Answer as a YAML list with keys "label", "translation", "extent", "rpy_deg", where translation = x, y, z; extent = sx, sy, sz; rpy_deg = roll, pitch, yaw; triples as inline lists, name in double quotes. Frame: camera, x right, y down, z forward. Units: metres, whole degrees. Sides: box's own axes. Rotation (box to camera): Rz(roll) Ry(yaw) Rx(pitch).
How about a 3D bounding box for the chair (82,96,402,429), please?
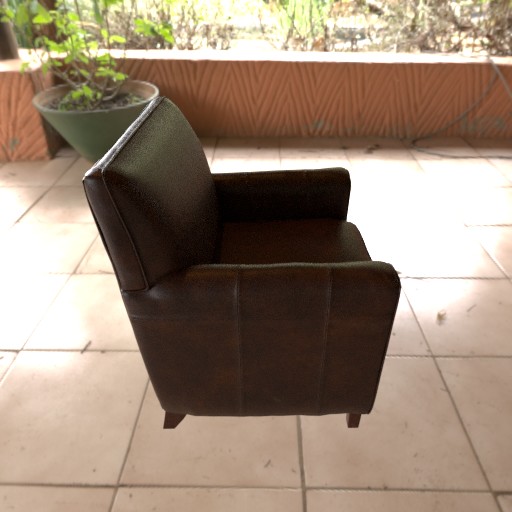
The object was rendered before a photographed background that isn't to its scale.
- label: "chair"
  translation: [0.000, 0.000, 1.594]
  extent: [0.823, 0.943, 0.870]
  rpy_deg: [0, 32, 0]
